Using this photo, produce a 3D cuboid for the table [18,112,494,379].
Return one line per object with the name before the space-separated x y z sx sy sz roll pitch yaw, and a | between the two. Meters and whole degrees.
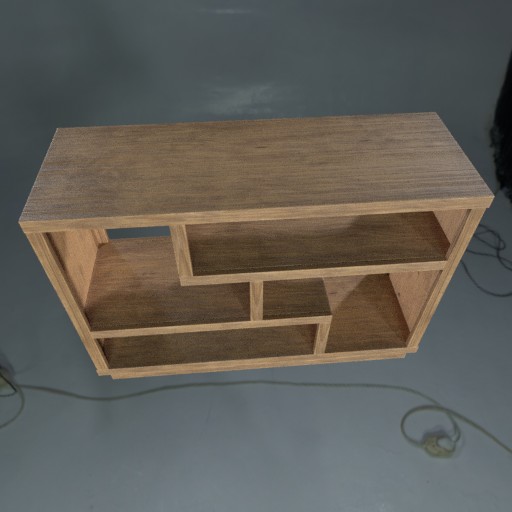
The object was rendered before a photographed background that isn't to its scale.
table | 0.000 0.000 1.484 1.151 0.771 0.410 -3 47 -3
